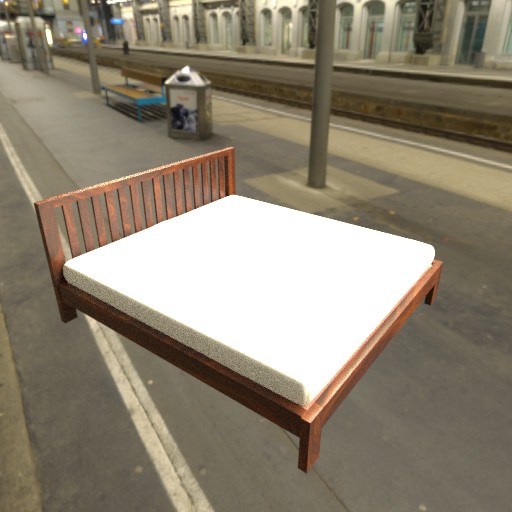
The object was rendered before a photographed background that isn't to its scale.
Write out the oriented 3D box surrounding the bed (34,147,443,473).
[{"bbox_3d":[0.000,0.000,3.088,2.030,0.890,1.905,19,32,33],"label":"bed"}]
